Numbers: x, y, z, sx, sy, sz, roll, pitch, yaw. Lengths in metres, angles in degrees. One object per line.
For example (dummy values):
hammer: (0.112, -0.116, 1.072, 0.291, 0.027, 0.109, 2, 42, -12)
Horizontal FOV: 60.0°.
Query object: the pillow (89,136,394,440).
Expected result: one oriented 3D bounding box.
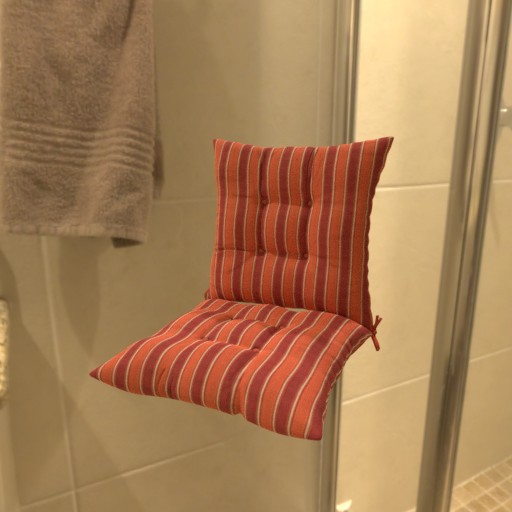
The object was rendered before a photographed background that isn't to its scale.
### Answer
pillow: (0.000, 0.000, 1.019, 0.541, 0.536, 0.585, 6, 15, 24)
